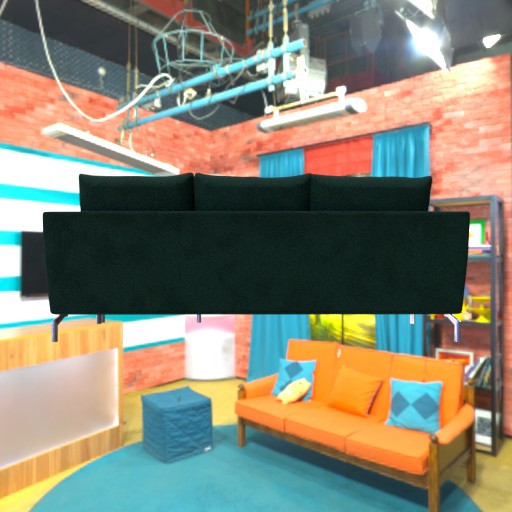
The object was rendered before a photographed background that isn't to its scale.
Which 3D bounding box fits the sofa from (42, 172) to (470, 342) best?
[{"bbox_3d":[0.000,0.000,3.242,2.441,1.007,1.489,0,-1,0],"label":"sofa"}]
